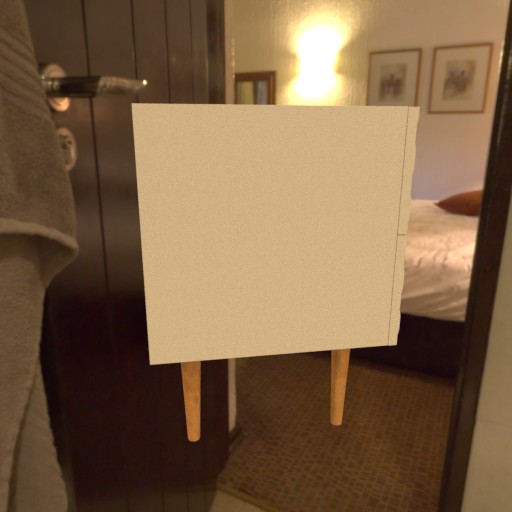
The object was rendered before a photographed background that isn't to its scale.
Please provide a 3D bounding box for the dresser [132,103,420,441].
[{"bbox_3d":[0.000,0.000,0.924,0.414,0.568,0.503,-3,16,-9],"label":"dresser"}]
